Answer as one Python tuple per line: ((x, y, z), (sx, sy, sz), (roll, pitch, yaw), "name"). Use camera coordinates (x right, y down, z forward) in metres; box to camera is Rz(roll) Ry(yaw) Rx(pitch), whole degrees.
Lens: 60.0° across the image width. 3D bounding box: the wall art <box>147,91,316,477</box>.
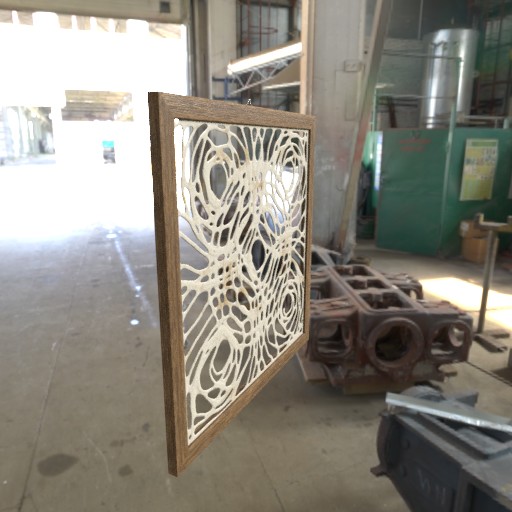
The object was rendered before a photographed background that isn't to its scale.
((0.000, 0.000, 0.857), (0.021, 0.576, 0.561), (7, 16, 27), "wall art")
